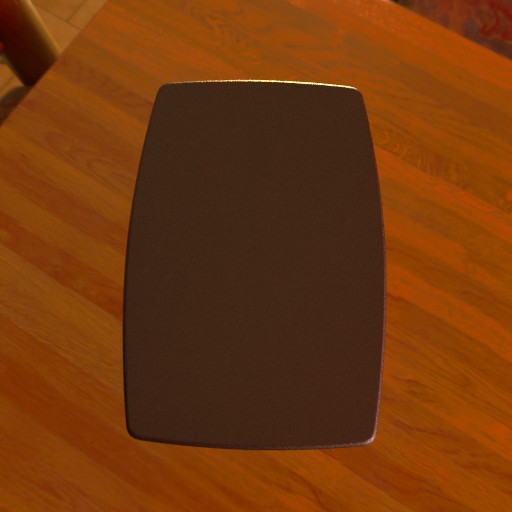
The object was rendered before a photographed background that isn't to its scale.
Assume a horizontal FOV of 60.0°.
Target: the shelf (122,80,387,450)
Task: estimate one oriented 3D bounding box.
[{"bbox_3d":[0.000,0.000,0.519,0.280,0.100,0.410,1,75,0],"label":"shelf"}]
